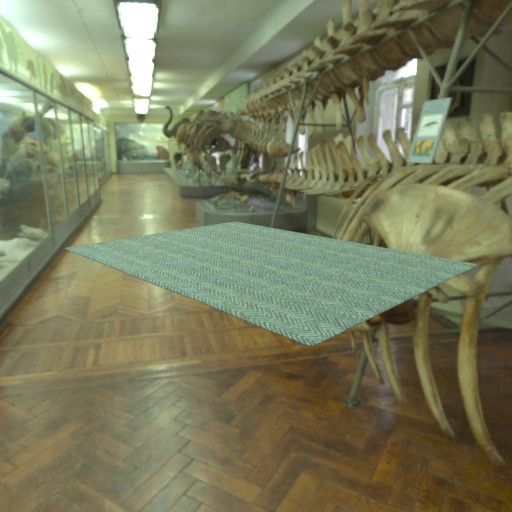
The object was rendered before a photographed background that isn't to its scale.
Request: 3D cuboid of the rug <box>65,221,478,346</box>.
[{"bbox_3d":[0.000,0.000,5.191,2.894,0.011,3.957,-13,19,-43],"label":"rug"}]
